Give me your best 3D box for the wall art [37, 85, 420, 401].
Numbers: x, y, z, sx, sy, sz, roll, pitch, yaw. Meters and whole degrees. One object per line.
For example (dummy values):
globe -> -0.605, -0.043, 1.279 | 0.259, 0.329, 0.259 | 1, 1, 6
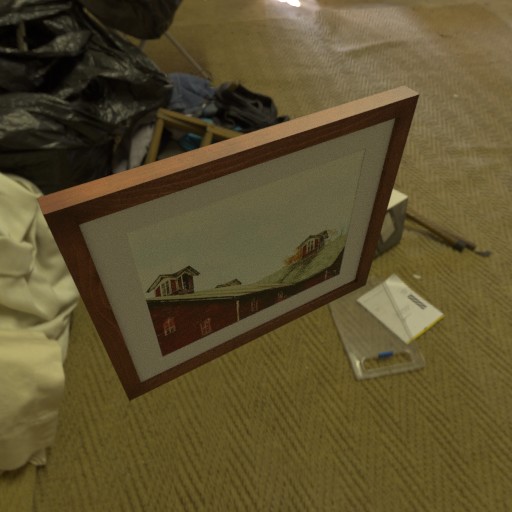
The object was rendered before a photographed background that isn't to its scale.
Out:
wall art -> 0.000, 0.000, 0.758 | 0.558, 0.457, 0.033 | -23, 51, -20
